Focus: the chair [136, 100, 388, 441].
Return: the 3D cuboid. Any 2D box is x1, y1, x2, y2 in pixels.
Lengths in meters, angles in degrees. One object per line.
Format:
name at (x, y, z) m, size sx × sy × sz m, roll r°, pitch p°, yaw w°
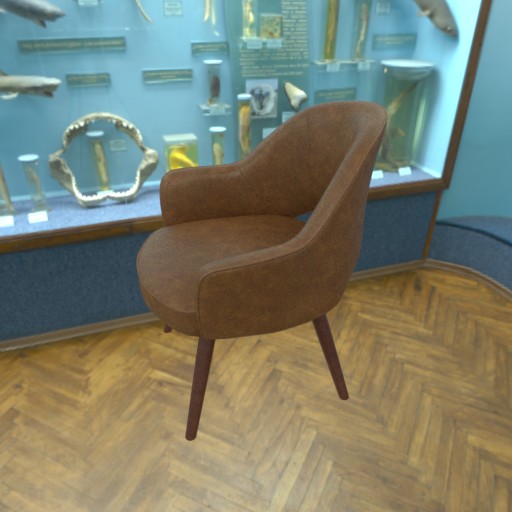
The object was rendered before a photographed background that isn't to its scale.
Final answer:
chair at (0.000, 0.000, 1.227) m, size 0.640 × 0.777 × 0.591 m, roll -9°, pitch 32°, yaw -15°
